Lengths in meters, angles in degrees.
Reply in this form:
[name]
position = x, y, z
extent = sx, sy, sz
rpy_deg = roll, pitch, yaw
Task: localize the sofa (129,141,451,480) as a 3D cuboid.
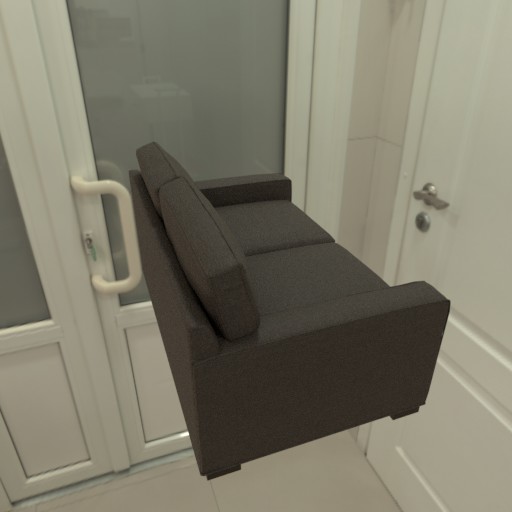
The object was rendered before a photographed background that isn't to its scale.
[sofa]
position = 0.000, 0.000, 2.135
extent = 0.974, 0.887, 1.534
rpy_deg = -10, 30, -18
